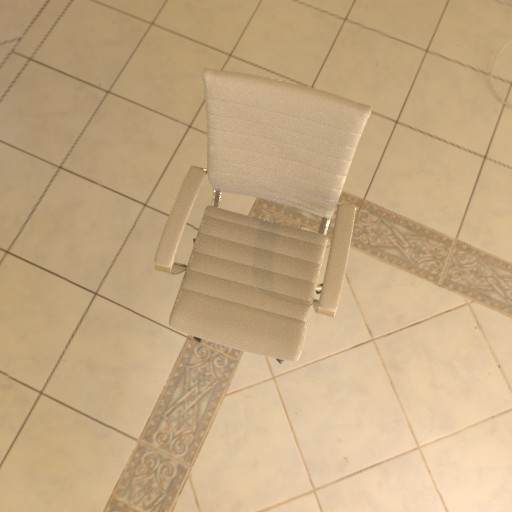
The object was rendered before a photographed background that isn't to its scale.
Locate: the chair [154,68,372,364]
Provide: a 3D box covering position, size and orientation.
[{"bbox_3d":[0.000,0.000,1.604,0.679,1.149,0.667,15,76,4],"label":"chair"}]
